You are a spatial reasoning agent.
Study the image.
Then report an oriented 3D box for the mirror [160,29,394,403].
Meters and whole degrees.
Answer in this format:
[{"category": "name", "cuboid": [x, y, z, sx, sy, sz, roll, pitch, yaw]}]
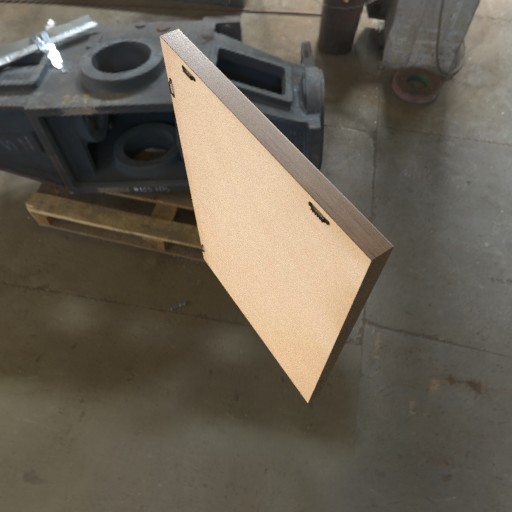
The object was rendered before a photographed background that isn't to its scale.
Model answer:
[{"category": "mirror", "cuboid": [0.000, 0.000, 0.915, 0.040, 0.710, 0.507, -30, 64, -17]}]
